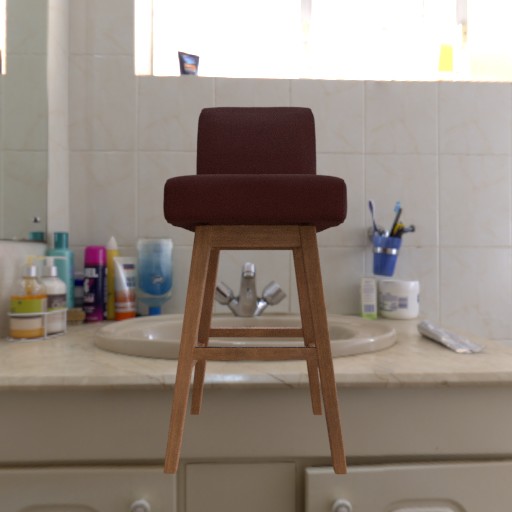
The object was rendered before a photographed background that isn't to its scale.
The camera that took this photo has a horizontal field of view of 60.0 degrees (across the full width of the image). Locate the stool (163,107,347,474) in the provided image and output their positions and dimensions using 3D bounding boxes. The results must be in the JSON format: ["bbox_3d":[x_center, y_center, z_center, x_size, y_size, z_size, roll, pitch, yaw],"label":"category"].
[{"bbox_3d":[0.000,0.000,1.357,0.468,1.093,0.562,0,-1,0],"label":"stool"}]
